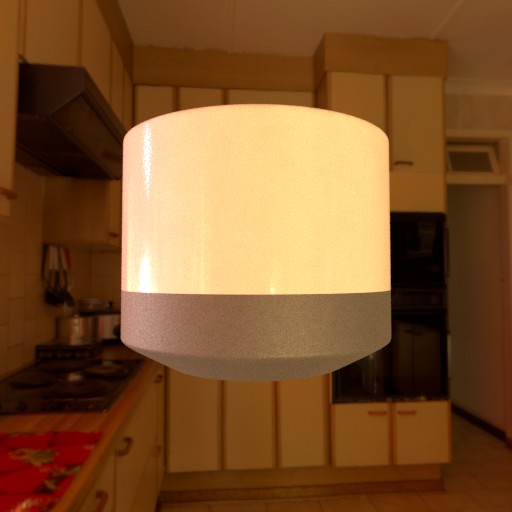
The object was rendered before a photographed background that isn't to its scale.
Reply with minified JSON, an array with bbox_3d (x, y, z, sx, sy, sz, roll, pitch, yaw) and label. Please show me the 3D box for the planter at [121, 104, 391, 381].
[{"bbox_3d":[0.000,0.000,0.222,0.128,0.105,0.128,0,-2,0],"label":"planter"}]
